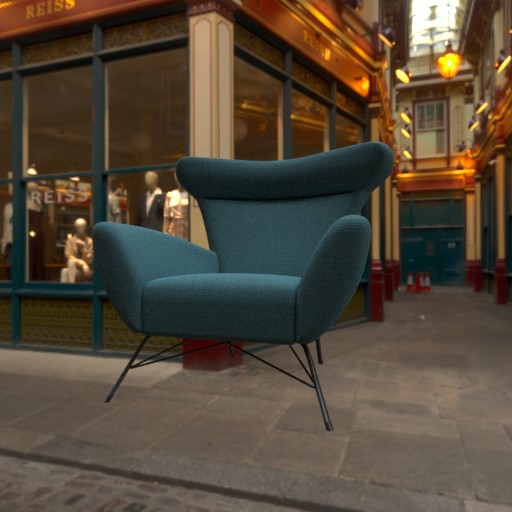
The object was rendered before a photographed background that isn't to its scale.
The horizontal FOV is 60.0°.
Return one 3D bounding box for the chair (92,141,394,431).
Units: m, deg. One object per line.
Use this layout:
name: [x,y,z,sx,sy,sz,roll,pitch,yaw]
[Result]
chair: [0.000,0.000,1.787,1.050,0.980,0.900,0,0,19]
